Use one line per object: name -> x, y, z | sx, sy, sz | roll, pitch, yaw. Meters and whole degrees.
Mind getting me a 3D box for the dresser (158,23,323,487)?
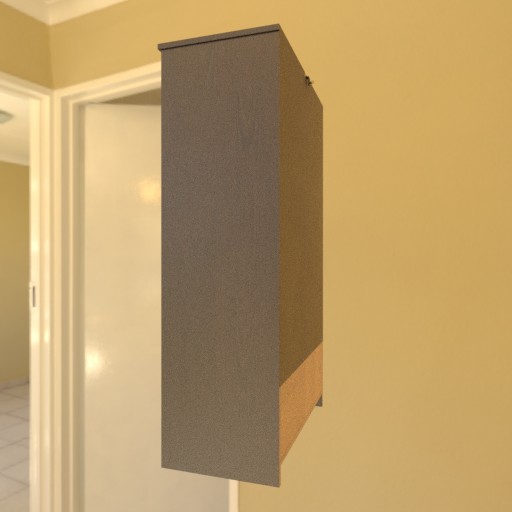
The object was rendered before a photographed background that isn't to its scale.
dresser -> 0.000, 0.000, 1.584 | 0.418, 1.254, 0.704 | 0, 0, 18
